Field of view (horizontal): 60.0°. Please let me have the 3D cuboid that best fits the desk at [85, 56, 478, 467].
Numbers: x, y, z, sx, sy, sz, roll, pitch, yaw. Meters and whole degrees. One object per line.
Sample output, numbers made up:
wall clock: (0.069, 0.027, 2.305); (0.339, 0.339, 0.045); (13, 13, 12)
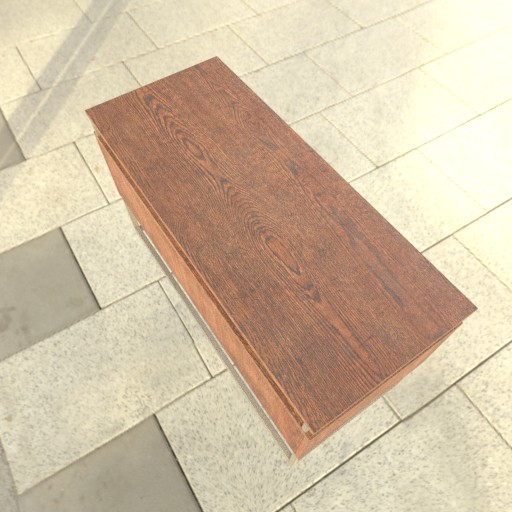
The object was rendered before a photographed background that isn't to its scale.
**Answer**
desk: (0.000, 0.000, 1.791); (0.610, 0.792, 1.384); (-30, 63, -17)
